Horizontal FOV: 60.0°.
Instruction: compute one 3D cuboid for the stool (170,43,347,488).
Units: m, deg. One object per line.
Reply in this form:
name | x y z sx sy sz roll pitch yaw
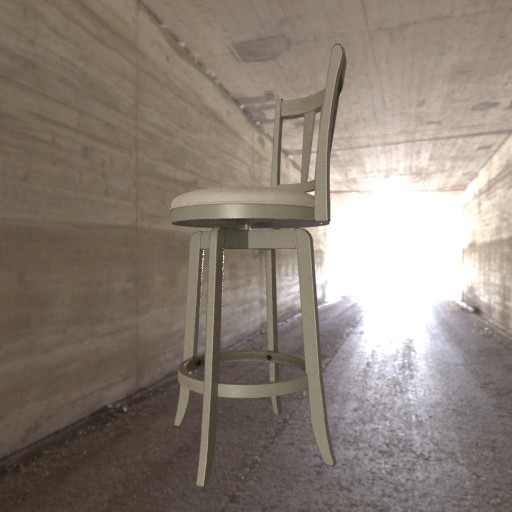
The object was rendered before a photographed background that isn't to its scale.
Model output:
stool | 0.000 0.000 1.242 0.475 1.042 0.436 0 0 -18
